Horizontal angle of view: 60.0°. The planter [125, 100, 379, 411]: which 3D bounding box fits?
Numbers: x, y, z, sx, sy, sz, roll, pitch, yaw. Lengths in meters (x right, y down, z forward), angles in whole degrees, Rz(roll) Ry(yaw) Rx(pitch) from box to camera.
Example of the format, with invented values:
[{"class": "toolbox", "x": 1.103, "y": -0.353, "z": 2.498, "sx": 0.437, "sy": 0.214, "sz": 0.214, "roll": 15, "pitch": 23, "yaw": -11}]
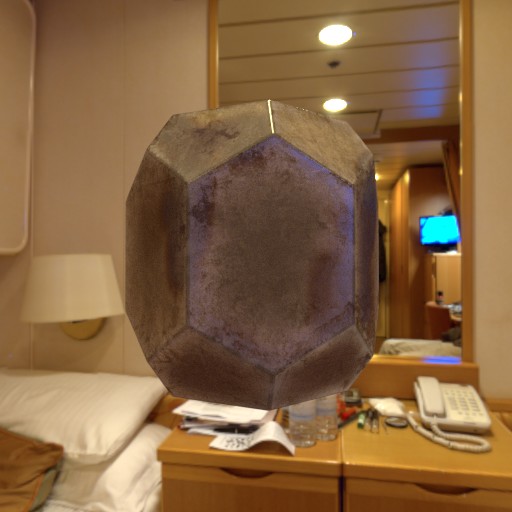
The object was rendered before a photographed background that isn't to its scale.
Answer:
[{"class": "planter", "x": 0.000, "y": 0.000, "z": 0.424, "sx": 0.221, "sy": 0.238, "sz": 0.243, "roll": 0, "pitch": -1, "yaw": -37}]
